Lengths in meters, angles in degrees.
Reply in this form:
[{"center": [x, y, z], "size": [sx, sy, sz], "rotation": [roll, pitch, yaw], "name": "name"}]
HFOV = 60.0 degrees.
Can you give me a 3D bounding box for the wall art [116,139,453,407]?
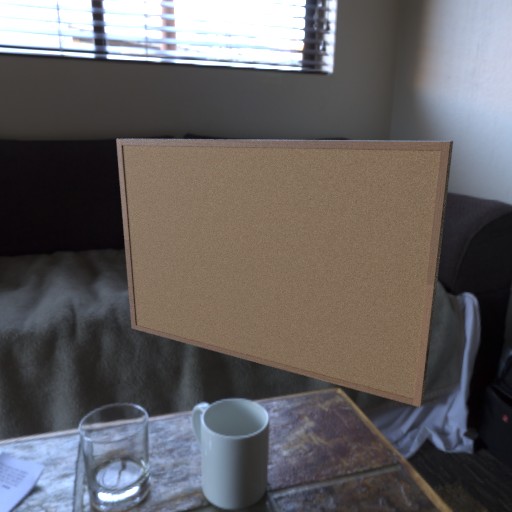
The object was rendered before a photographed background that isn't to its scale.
[{"center": [0.000, 0.000, 0.803], "size": [0.613, 0.407, 0.035], "rotation": [8, 17, 28], "name": "wall art"}]
